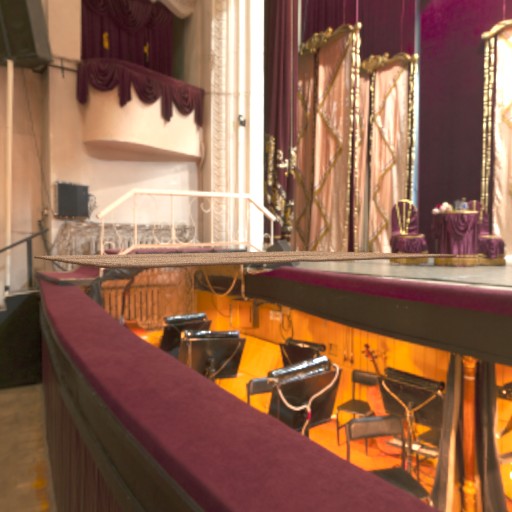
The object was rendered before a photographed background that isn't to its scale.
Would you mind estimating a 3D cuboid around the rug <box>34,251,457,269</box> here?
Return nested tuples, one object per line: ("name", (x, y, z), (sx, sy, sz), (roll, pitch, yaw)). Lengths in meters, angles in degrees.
("rug", (0.000, 0.000, 1.049), (0.867, 0.007, 0.515), (-1, 2, -37))
